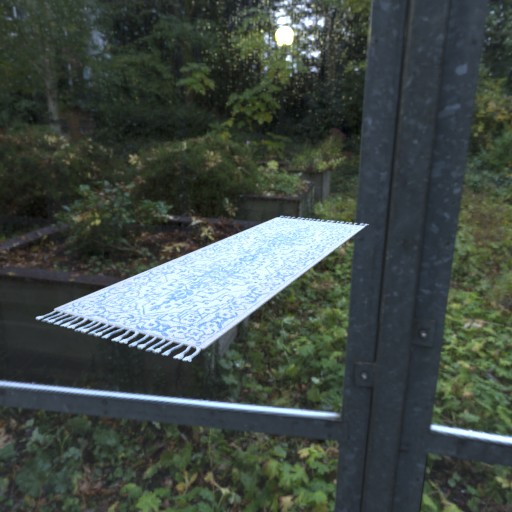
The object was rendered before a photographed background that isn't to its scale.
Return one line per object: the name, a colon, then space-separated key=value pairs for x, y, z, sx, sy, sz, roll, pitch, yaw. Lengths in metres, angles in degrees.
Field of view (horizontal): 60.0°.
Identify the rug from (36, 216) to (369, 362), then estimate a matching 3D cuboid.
rug: x=0.000 y=0.000 z=2.667 sx=0.774 sy=0.011 sz=2.449 roll=8 pitch=18 yaw=26
